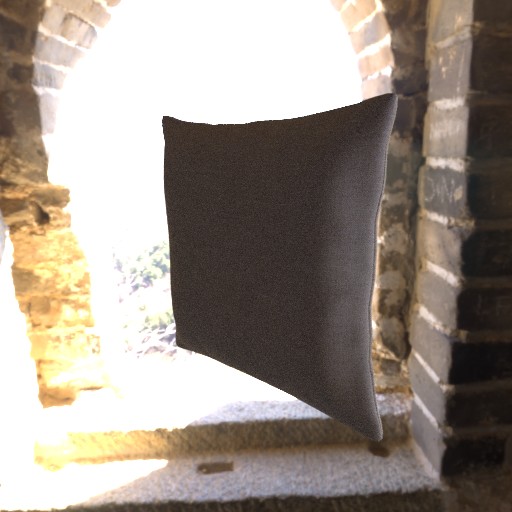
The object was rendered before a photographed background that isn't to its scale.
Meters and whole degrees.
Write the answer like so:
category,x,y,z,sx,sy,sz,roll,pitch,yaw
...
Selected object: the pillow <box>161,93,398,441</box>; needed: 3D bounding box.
category,x,y,z,sx,sy,sz,roll,pitch,yaw
pillow,0.000,0.000,0.793,0.523,0.510,0.166,12,18,43
